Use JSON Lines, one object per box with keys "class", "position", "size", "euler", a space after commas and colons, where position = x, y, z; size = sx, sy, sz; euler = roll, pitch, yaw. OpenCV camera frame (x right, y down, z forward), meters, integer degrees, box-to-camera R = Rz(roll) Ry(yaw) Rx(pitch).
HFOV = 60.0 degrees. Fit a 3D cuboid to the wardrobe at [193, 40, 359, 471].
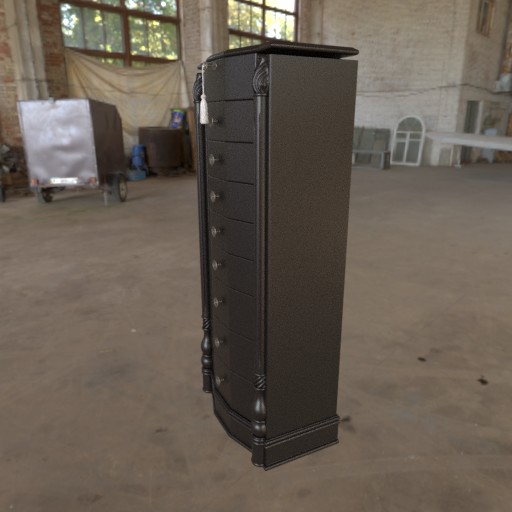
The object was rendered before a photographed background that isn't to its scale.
{"class": "wardrobe", "position": [0.000, 0.000, 1.216], "size": [0.295, 1.011, 0.444], "euler": [-8, 19, -26]}
